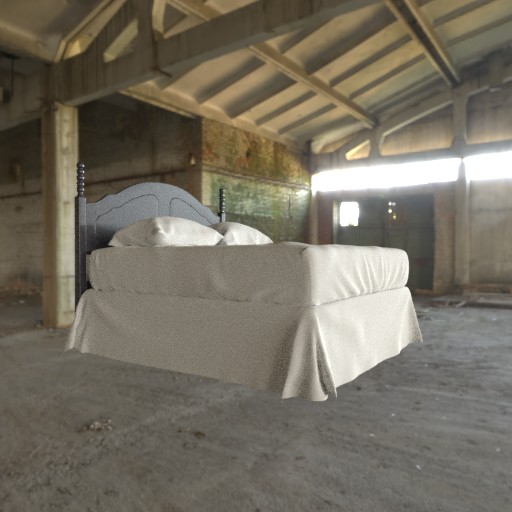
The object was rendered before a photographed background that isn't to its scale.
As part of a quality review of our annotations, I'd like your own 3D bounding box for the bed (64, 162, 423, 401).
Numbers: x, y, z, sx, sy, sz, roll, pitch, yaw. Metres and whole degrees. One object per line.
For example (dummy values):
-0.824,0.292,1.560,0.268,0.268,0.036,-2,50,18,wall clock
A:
0.000,0.000,3.292,2.040,1.356,1.873,0,0,35,bed
